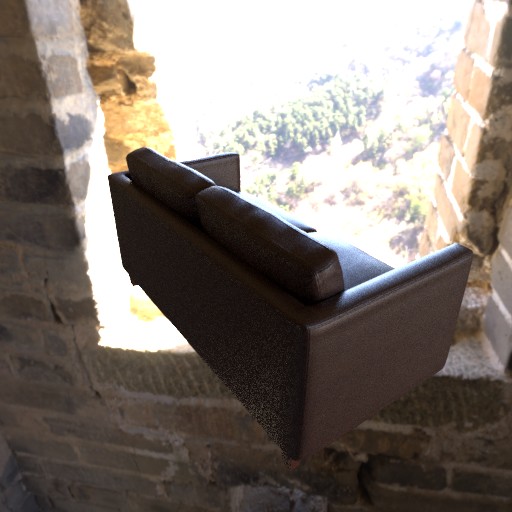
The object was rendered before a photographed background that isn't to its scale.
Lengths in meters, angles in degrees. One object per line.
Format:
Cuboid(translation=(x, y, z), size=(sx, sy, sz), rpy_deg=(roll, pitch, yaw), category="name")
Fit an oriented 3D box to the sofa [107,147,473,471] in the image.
Cuboid(translation=(0.000, 0.000, 2.393), size=(0.951, 0.933, 1.883), rpy_deg=(-18, 33, -30), category="sofa")
